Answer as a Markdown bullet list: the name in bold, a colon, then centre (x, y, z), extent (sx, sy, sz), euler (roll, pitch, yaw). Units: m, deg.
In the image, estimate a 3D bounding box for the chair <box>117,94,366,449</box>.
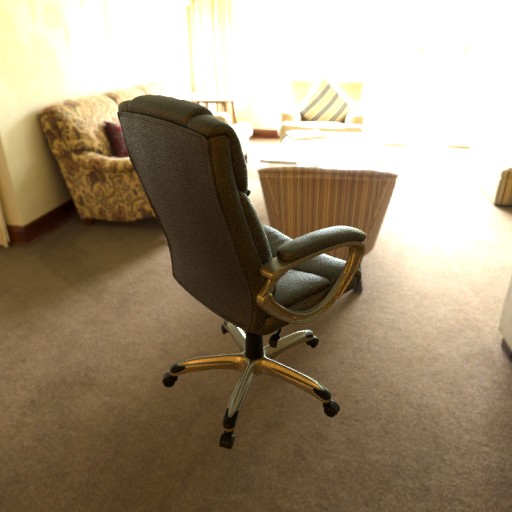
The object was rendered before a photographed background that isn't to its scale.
- **chair**: centre (0.000, 0.000, 1.595), extent (0.719, 1.130, 0.721), euler (-20, 32, -34)
